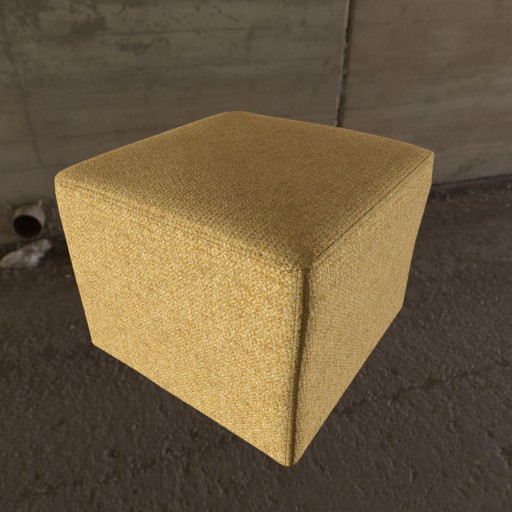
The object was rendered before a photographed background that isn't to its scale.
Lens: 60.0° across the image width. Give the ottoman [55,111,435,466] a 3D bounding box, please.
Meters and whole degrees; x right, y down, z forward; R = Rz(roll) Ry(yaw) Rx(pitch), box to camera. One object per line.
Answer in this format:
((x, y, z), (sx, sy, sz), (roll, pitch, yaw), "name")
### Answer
((0.000, 0.000, 0.890), (0.505, 0.441, 0.512), (21, 38, 29), "ottoman")
